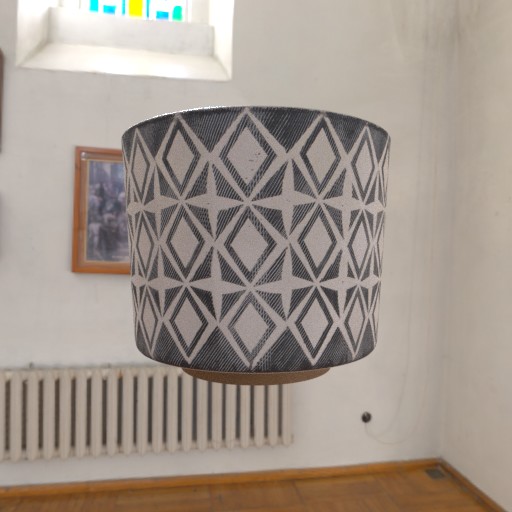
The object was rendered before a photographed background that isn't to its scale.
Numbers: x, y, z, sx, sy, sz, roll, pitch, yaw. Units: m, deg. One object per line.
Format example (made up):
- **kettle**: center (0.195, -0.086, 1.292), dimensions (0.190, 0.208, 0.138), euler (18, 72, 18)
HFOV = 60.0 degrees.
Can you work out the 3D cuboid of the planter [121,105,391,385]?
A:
- **planter**: center (0.000, 0.000, 0.449), dimensions (0.260, 0.220, 0.260), euler (0, 1, 0)
